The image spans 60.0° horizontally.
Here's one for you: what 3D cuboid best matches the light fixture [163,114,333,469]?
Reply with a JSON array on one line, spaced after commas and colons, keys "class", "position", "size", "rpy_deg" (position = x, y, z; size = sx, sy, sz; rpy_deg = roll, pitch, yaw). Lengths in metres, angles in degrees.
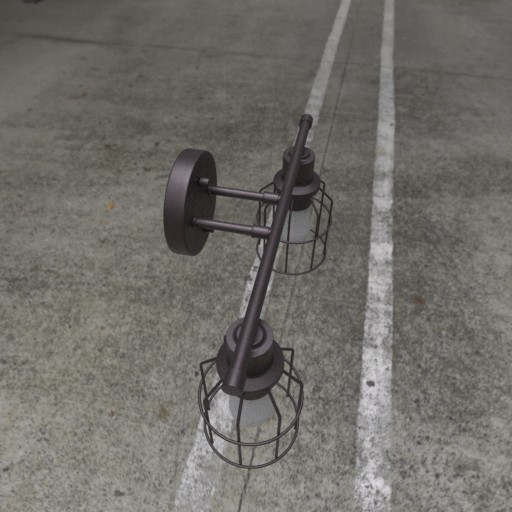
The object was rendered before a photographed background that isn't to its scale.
[{"class": "light fixture", "position": [0.000, 0.000, 0.528], "size": [0.165, 0.254, 0.406], "rpy_deg": [9, 48, 9]}]
